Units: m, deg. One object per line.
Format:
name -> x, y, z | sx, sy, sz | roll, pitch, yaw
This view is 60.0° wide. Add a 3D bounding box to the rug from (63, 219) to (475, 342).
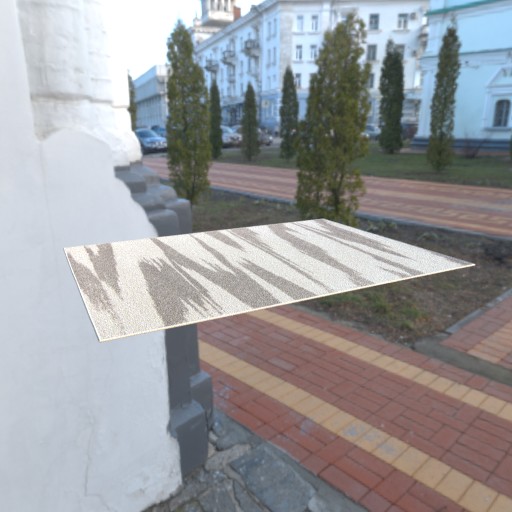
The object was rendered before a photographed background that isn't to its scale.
rug -> 0.000, 0.000, 2.805 | 2.142, 0.010, 1.533 | -8, 18, -26
